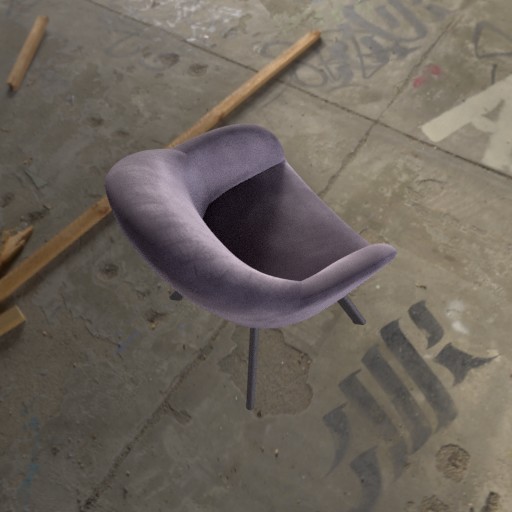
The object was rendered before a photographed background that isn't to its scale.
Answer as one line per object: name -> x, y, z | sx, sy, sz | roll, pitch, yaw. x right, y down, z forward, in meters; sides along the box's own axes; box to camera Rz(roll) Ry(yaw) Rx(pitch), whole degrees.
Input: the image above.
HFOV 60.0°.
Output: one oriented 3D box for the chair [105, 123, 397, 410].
chair -> 0.000, 0.000, 1.198 | 0.590, 0.795, 0.550 | -32, 64, -18
